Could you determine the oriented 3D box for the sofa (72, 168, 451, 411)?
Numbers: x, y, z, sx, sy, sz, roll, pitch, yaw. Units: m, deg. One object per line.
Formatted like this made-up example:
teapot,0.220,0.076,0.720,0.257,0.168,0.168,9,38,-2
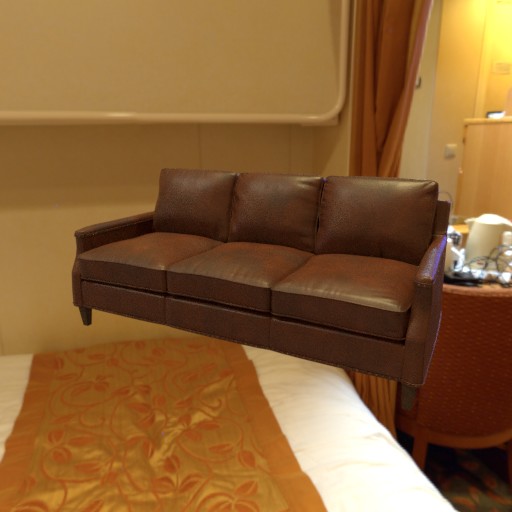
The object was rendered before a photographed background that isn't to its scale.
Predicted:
sofa,0.000,0.000,2.843,2.240,1.003,1.084,8,17,26
